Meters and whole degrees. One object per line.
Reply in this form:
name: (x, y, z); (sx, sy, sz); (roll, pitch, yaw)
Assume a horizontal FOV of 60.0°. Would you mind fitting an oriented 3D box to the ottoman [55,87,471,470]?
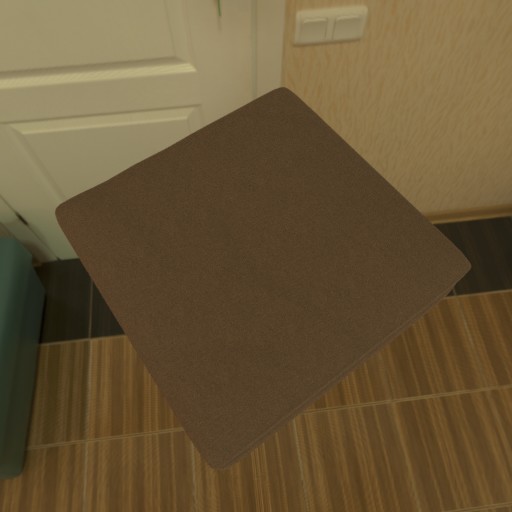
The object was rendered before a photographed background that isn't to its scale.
ottoman: (0.000, 0.000, 1.841); (1.181, 0.470, 1.181); (-33, 68, -15)
